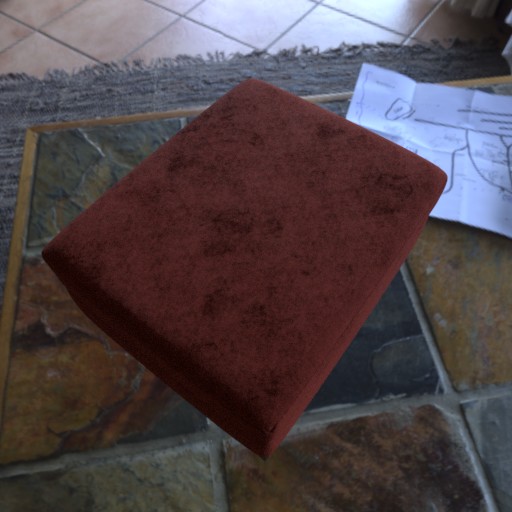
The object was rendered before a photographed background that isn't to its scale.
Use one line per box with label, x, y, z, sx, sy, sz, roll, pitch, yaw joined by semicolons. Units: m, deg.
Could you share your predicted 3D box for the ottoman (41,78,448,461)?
ottoman;0.000;0.000;1.191;0.650;0.462;0.782;33;64;19
